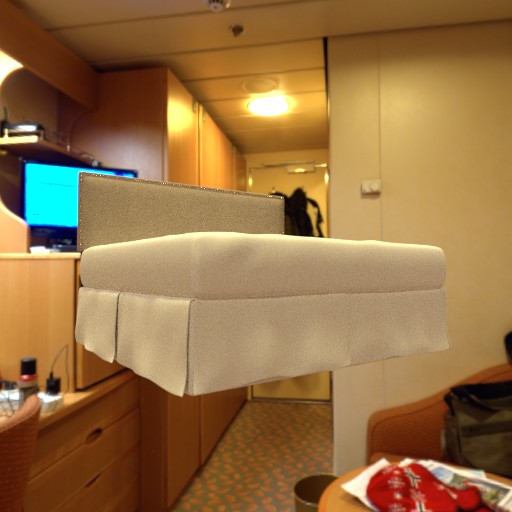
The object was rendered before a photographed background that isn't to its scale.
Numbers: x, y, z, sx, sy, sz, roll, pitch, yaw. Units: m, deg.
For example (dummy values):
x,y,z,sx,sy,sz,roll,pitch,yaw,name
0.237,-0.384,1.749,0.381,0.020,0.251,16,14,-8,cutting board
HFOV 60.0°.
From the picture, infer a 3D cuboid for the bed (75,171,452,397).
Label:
x,y,z,sx,sy,sz,roll,pitch,yaw,name
0.000,0.000,3.319,2.170,1.346,1.914,1,-2,-36,bed
